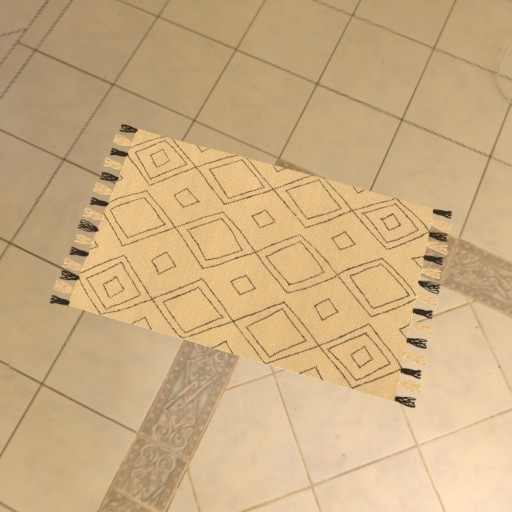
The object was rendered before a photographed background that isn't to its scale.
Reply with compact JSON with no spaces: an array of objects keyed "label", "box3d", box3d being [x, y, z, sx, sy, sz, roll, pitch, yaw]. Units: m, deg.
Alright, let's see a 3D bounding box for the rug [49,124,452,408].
[{"label":"rug","box3d":[0.000,0.000,3.330,2.755,0.021,1.524,16,76,4]}]
